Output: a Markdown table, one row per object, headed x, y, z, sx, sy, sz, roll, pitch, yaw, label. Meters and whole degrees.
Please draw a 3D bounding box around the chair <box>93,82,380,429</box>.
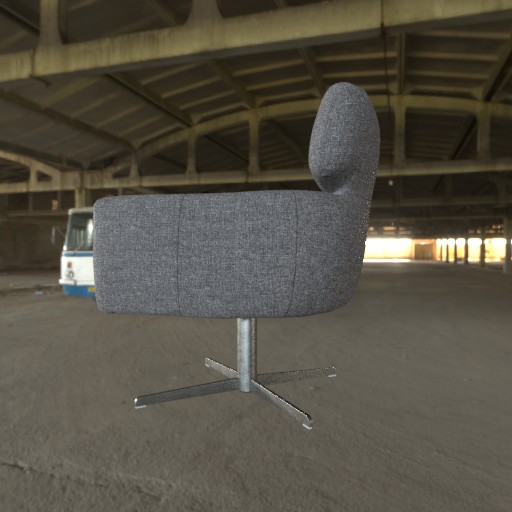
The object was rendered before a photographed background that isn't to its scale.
| x | y | z | sx | sy | sz | roll | pitch | yaw | label |
| --- | --- | --- | --- | --- | --- | --- | --- | --- | --- |
| 0.000 | 0.000 | 1.330 | 0.715 | 0.812 | 0.706 | 0 | 1 | 17 | chair |
